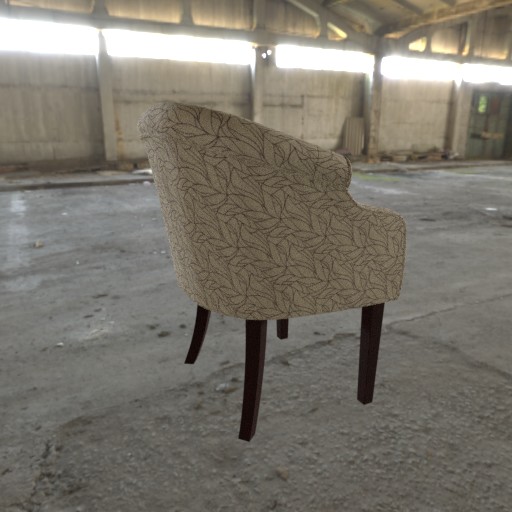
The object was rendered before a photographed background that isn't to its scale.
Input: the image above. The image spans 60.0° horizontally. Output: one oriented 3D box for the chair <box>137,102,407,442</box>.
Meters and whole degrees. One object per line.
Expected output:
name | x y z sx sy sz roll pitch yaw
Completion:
chair | 0.000 0.000 1.335 0.613 0.858 0.686 -8 17 -26
